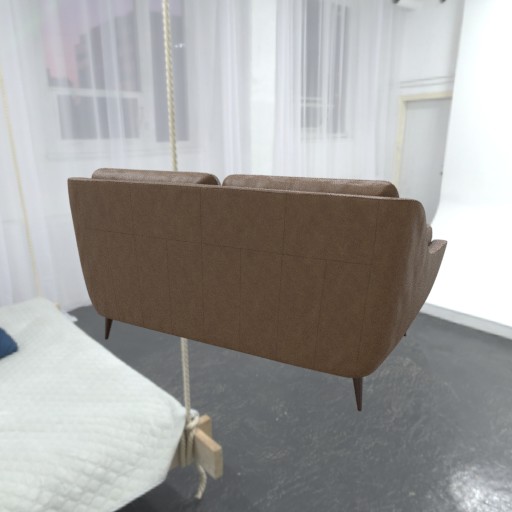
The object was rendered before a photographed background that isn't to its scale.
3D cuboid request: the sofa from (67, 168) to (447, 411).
[{"bbox_3d":[0.000,0.000,2.278,1.731,0.886,0.981,8,17,27],"label":"sofa"}]
